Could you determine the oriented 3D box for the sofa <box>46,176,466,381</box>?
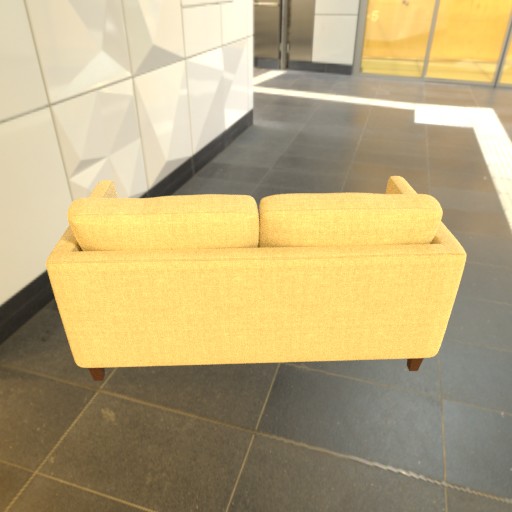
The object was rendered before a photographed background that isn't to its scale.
[{"bbox_3d":[0.000,0.000,2.468,1.884,0.963,0.950,-1,32,-2],"label":"sofa"}]
